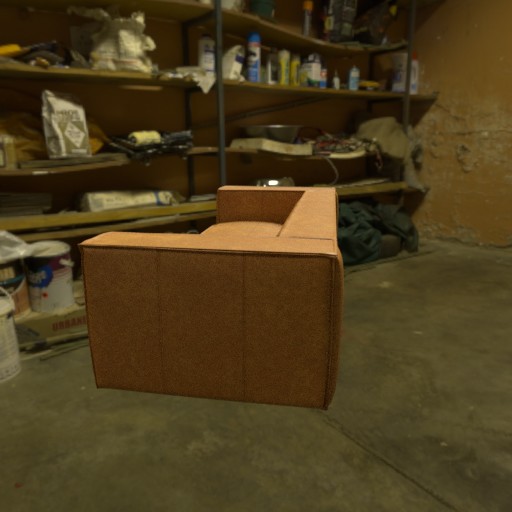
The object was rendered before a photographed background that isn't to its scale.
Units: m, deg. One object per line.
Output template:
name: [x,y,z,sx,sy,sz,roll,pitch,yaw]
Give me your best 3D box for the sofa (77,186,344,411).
sofa: [0.000,0.000,2.986,1.102,0.701,2.581,2,14,9]
